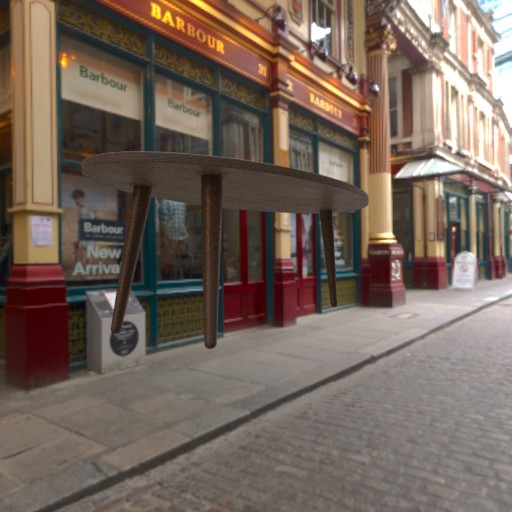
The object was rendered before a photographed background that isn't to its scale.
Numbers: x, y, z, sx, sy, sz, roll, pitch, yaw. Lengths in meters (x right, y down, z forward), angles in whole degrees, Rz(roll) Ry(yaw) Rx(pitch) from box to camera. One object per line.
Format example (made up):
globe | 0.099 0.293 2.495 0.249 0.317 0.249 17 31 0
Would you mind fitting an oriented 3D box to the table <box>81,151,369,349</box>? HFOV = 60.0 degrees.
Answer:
table | 0.000 0.000 1.309 0.542 0.390 1.083 0 -1 36
